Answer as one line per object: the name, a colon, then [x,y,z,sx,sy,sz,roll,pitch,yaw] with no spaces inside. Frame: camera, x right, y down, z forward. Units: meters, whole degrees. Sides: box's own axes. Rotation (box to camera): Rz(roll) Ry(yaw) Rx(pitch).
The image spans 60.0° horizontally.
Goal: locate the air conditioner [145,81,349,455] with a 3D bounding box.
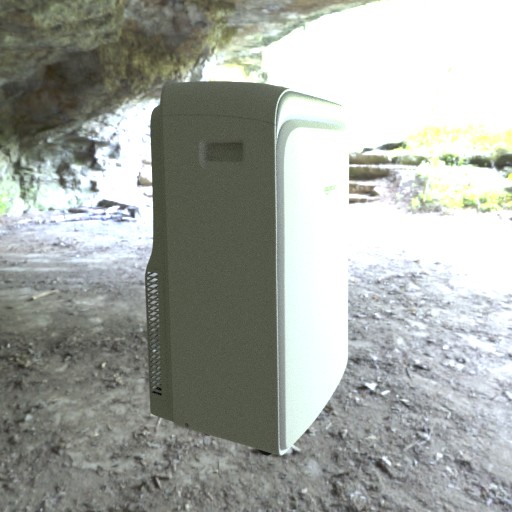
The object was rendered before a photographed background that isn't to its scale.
air conditioner: [0.000,0.000,0.987,0.365,0.700,0.454,7,15,26]
